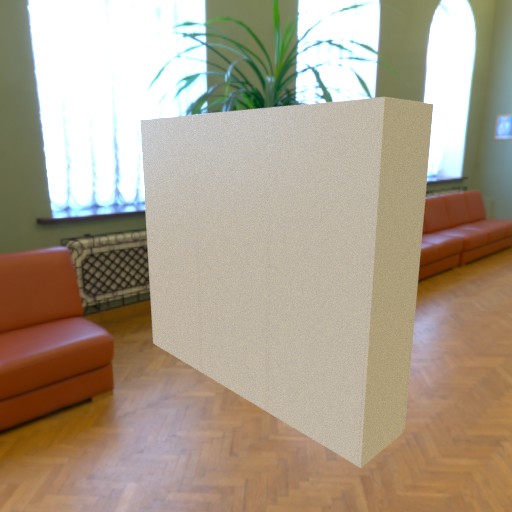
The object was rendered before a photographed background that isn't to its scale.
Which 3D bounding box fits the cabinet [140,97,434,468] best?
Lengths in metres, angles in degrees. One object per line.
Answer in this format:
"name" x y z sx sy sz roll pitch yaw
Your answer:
"cabinet" 0.000 0.000 3.863 0.590 2.370 2.700 -12 18 -42
